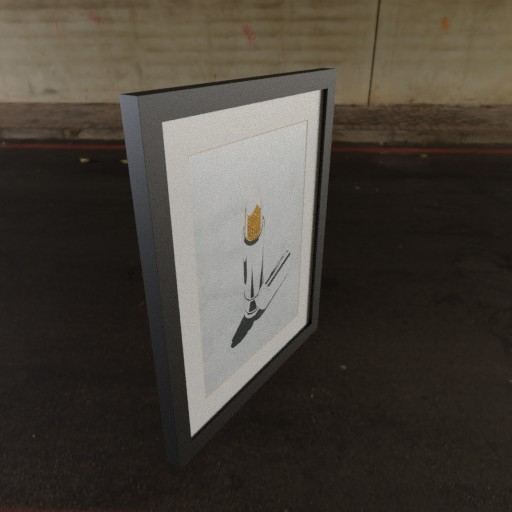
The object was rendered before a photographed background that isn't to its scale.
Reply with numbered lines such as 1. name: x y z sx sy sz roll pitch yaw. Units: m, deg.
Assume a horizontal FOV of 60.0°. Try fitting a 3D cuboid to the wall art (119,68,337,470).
1. wall art: 0.000 0.000 0.747 0.029 0.559 0.457 18 32 31
